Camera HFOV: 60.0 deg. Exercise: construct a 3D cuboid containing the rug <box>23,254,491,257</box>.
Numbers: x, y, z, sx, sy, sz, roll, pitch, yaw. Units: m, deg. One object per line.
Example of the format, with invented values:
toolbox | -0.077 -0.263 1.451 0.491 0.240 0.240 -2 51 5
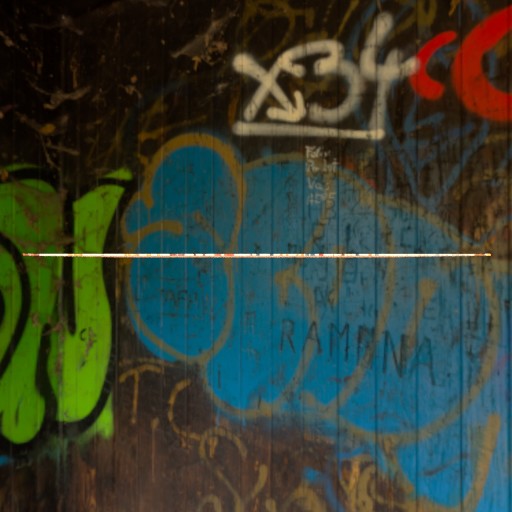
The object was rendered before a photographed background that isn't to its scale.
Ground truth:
rug | 0.000 0.000 4.314 3.274 0.015 2.439 0 0 -1
